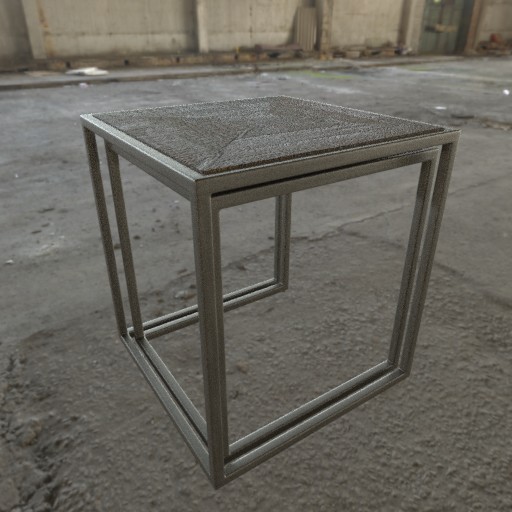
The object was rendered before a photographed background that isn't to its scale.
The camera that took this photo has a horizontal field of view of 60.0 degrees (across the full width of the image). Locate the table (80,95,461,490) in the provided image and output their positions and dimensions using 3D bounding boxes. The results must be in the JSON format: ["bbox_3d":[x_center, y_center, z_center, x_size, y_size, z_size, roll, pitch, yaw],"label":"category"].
[{"bbox_3d":[0.000,0.000,0.840,0.449,0.500,0.450,-17,32,-30],"label":"table"}]
